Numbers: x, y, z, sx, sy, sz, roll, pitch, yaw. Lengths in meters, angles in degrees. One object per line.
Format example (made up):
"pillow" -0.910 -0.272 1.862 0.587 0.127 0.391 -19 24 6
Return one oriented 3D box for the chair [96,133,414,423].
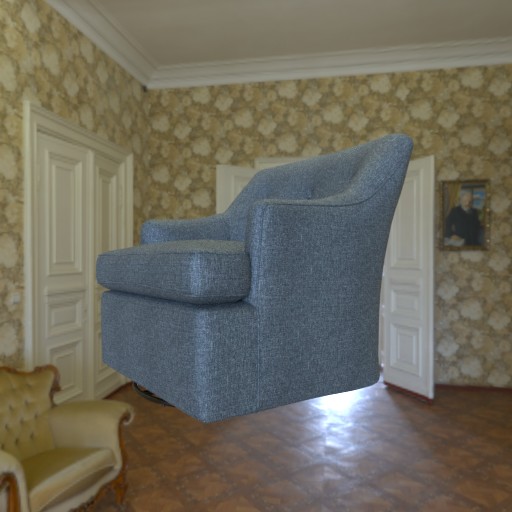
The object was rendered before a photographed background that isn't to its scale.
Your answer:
"chair" 0.000 0.000 1.584 0.923 0.856 0.864 0 -1 -36
